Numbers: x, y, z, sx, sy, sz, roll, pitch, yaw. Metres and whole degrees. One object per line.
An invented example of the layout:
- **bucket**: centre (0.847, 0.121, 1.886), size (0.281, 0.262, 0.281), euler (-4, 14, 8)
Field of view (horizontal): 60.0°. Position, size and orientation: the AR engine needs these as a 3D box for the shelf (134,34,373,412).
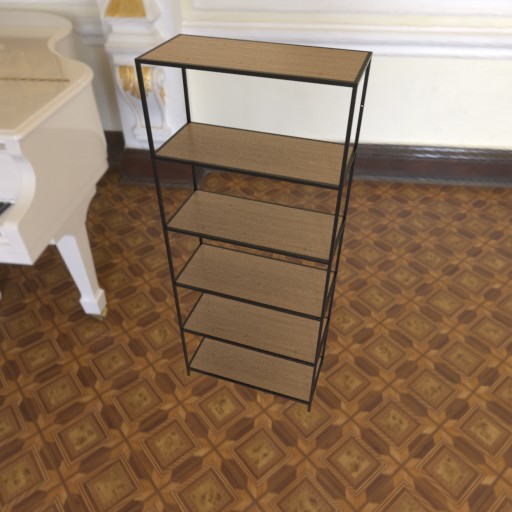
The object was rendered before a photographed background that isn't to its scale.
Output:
- **shelf**: centre (0.000, 0.000, 2.157), size (0.770, 1.850, 0.350), euler (12, 42, 14)
